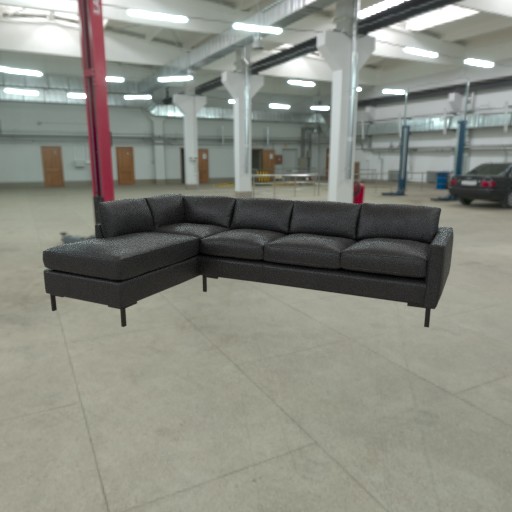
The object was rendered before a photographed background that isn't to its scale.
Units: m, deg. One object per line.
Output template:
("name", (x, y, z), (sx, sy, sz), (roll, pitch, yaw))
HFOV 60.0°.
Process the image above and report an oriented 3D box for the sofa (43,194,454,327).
("sofa", (0.000, 0.000, 3.804), (2.984, 0.877, 1.938), (6, 14, 26))
